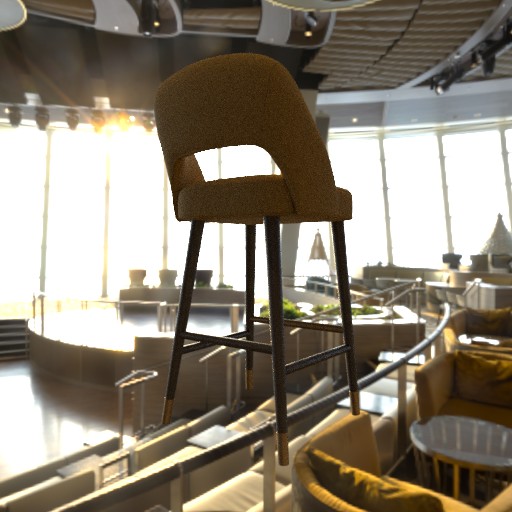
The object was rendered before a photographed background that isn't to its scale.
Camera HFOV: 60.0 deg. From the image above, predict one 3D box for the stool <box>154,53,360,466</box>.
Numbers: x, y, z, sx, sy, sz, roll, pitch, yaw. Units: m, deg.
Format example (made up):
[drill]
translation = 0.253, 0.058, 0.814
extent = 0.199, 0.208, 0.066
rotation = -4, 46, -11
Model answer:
[stool]
translation = 0.000, 0.000, 1.366
extent = 0.536, 1.032, 0.522
rotation = 1, 1, 37
